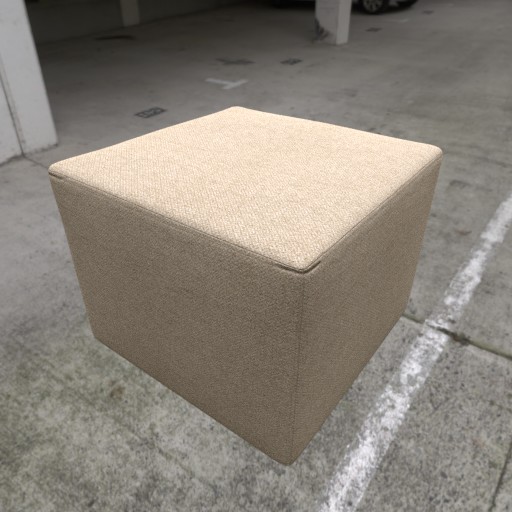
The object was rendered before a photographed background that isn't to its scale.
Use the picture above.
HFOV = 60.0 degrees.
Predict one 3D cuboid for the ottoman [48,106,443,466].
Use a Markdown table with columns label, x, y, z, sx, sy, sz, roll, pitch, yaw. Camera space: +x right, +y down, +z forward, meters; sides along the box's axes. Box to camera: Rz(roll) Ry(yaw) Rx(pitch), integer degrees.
| label | x | y | z | sx | sy | sz | roll | pitch | yaw |
| --- | --- | --- | --- | --- | --- | --- | --- | --- | --- |
| ottoman | 0.000 | 0.000 | 0.870 | 0.508 | 0.432 | 0.508 | 22 | 39 | 30 |
